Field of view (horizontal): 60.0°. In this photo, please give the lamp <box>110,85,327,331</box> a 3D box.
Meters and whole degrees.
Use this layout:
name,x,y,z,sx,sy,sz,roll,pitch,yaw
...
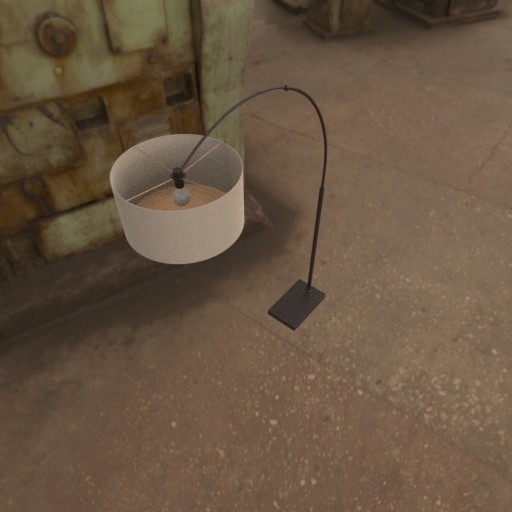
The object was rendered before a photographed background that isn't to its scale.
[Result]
name,x,y,z,sx,sy,sz,roll,pitch,yaw
lamp,0.000,0.000,2.514,0.493,1.927,1.424,30,53,26
